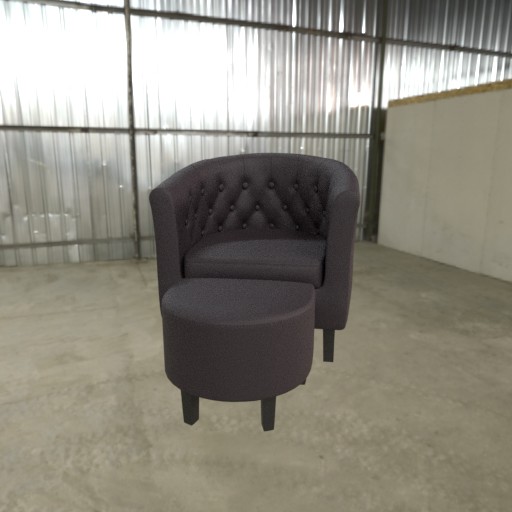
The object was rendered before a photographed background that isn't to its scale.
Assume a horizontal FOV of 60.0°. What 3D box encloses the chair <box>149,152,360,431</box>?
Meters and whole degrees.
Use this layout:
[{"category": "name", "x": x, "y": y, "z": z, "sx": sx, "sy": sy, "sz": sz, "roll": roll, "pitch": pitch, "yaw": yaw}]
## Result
[{"category": "chair", "x": 0.000, "y": 0.000, "z": 1.686, "sx": 0.763, "sy": 0.760, "sz": 1.191, "roll": 2, "pitch": 14, "yaw": 8}]
